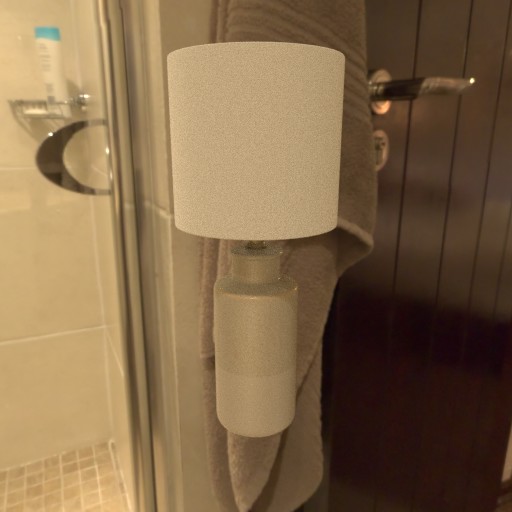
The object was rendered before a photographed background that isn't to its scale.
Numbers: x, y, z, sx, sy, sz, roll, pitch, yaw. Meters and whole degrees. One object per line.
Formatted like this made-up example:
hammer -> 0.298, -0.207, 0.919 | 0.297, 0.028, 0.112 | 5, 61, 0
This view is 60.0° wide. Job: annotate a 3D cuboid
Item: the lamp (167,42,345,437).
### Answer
lamp -> 0.000, 0.000, 0.601 | 0.212, 0.493, 0.212 | 8, 17, 27
